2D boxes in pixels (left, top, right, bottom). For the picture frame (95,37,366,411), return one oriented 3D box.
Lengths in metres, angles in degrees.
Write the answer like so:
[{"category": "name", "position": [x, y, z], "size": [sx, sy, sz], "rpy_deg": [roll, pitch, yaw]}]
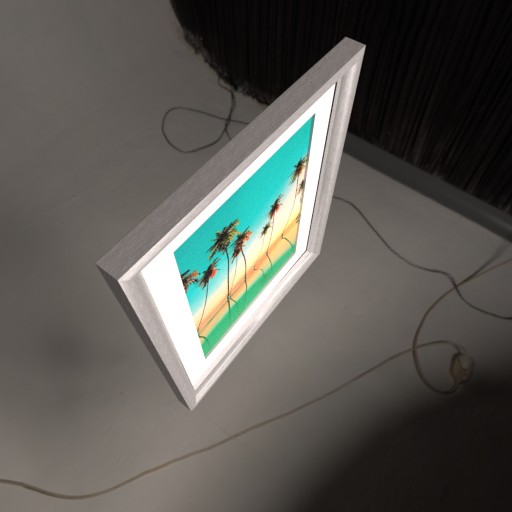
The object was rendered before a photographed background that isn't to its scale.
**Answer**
[{"category": "picture frame", "position": [0.000, 0.000, 0.527], "size": [0.027, 0.378, 0.327], "rpy_deg": [33, 64, 19]}]
